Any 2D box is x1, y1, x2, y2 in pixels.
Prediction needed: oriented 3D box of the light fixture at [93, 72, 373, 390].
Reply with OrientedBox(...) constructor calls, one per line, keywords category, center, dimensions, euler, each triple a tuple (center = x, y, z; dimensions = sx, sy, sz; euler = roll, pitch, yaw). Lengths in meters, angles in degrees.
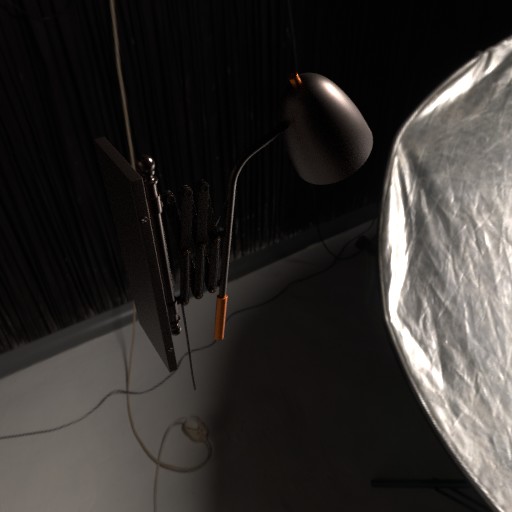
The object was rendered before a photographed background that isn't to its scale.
OrientedBox(category="light fixture", center=(0.000, 0.000, 0.927), dimensions=(0.499, 0.715, 0.162), euler=(-23, 45, -25))
